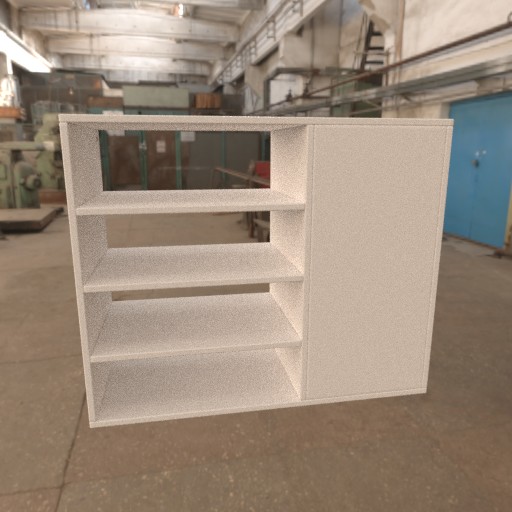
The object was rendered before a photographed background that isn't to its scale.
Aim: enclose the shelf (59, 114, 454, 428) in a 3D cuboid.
[{"bbox_3d":[0.000,0.000,1.260,0.895,0.732,0.396,-2,14,-10],"label":"shelf"}]
